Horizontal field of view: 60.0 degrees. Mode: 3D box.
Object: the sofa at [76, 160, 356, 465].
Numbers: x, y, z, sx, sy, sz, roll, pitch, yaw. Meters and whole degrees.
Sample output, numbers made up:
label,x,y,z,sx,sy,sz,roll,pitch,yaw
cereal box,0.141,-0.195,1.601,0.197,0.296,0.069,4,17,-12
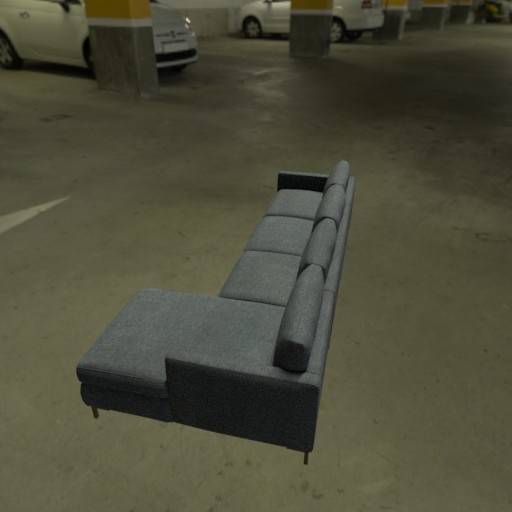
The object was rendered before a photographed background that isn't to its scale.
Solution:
label,x,y,z,sx,sy,sz,roll,pitch,yaw
sofa,0.000,0.000,3.505,1.350,0.810,2.932,7,31,12
